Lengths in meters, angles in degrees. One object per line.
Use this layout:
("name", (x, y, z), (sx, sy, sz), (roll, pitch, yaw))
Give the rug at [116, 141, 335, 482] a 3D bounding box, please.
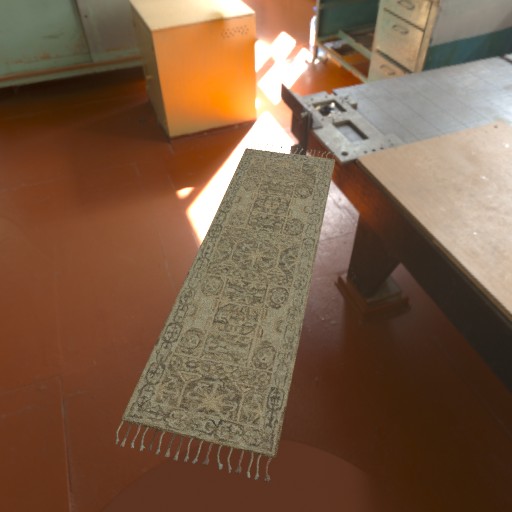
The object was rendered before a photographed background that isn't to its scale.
("rug", (0.000, 0.000, 2.893), (0.762, 0.011, 2.664), (10, 47, 9))
